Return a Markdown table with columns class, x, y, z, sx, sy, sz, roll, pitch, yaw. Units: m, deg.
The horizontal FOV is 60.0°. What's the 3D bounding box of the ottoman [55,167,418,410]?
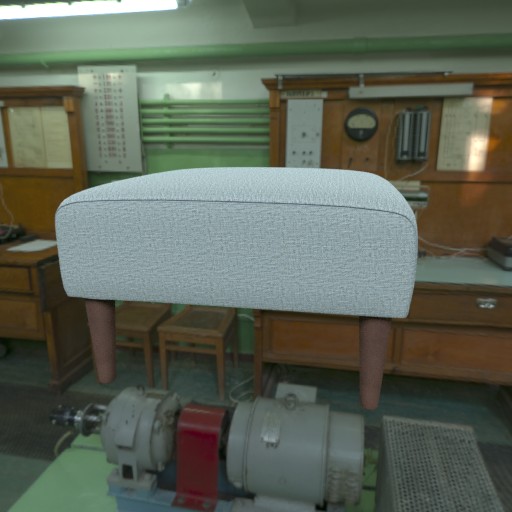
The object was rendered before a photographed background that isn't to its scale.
| class | x | y | z | sx | sy | sz | roll | pitch | yaw |
| --- | --- | --- | --- | --- | --- | --- | --- | --- | --- |
| ottoman | 0.000 | 0.000 | 1.069 | 0.649 | 0.398 | 0.650 | 3 | 15 | 10 |
